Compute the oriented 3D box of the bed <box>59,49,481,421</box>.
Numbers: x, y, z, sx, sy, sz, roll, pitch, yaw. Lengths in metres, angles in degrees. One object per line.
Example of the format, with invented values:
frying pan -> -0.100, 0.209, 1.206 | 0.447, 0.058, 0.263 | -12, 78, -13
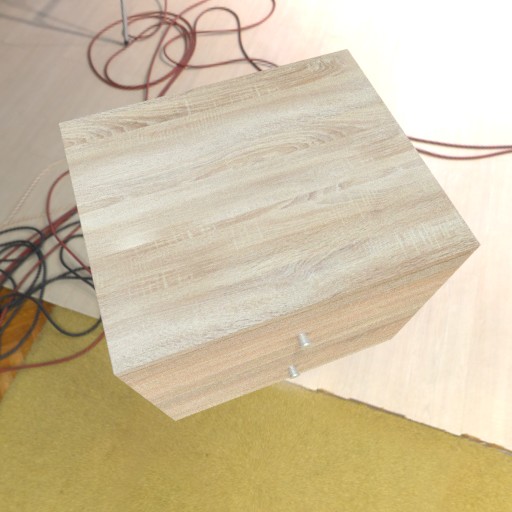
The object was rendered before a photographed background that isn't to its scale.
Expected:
bed -> 0.000, 0.000, 0.777 | 0.460, 0.420, 0.401 | -18, 64, -9
